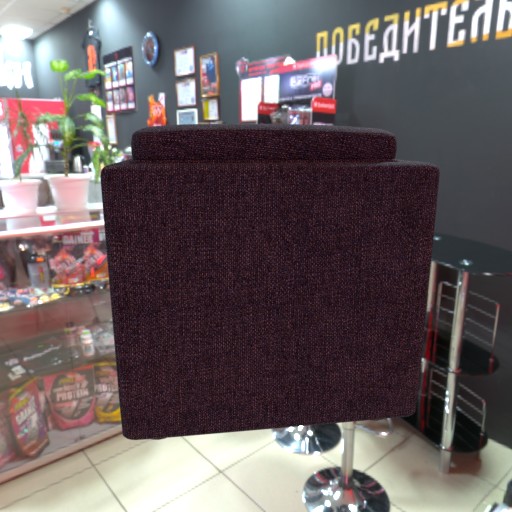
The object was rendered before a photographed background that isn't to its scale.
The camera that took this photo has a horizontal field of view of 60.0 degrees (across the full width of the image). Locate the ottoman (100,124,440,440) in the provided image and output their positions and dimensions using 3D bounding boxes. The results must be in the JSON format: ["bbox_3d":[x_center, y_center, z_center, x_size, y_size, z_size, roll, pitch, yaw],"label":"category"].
[{"bbox_3d":[0.000,0.000,0.819,0.450,0.460,0.450,-2,14,-8],"label":"ottoman"}]
